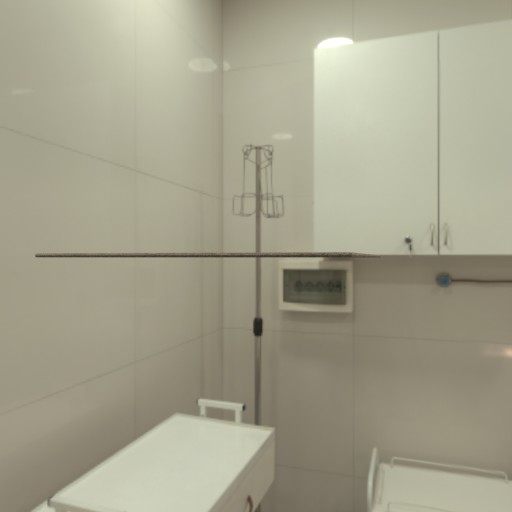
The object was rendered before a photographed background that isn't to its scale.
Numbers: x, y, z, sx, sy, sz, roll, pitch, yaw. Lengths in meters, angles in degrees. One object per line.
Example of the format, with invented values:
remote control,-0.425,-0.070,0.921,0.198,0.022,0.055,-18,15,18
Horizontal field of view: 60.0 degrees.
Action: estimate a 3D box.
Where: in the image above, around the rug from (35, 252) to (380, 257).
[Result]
rug,0.000,0.000,2.406,1.219,0.016,1.829,0,0,18
